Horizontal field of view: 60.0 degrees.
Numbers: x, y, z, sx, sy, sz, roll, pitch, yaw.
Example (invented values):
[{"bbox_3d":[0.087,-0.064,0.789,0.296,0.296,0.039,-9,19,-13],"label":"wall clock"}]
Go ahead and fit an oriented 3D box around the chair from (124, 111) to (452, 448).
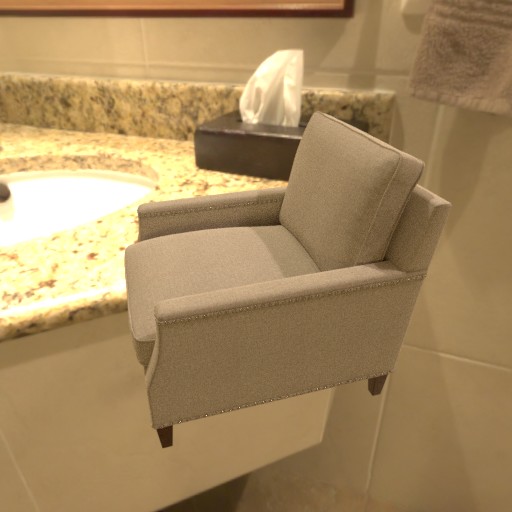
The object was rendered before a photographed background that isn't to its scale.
[{"bbox_3d":[0.000,0.000,1.741,1.014,0.943,0.853,-9,31,-15],"label":"chair"}]
